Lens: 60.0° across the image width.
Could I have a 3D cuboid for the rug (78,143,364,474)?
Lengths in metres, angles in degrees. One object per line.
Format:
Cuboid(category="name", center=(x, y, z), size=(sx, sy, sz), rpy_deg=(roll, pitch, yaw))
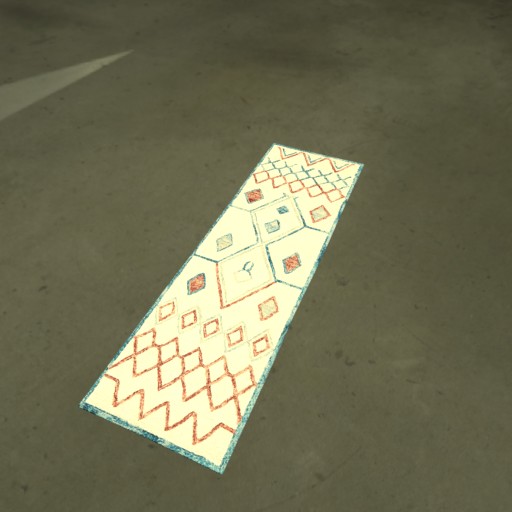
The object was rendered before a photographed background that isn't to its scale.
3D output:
Cuboid(category="rug", center=(0.000, 0.000, 2.728), size=(0.750, 0.011, 2.435), rpy_deg=(17, 49, 16))
